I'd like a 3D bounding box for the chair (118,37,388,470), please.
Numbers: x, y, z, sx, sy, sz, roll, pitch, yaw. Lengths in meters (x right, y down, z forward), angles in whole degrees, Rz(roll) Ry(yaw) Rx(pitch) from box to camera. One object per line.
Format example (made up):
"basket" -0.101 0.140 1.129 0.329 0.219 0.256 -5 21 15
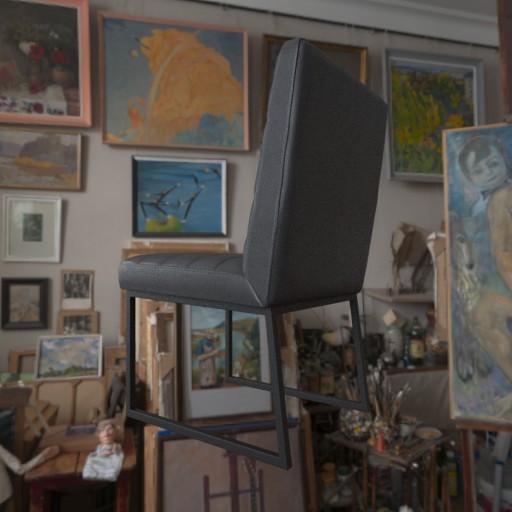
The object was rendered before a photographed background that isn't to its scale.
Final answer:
"chair" 0.000 0.000 1.297 0.634 0.930 0.520 0 0 37
